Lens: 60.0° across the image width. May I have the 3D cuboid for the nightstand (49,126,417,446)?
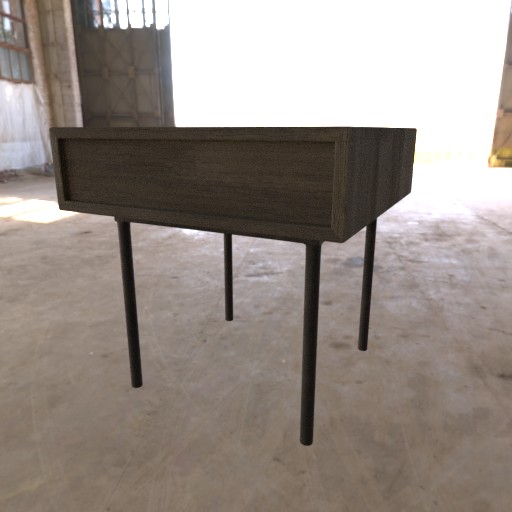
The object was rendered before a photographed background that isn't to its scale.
[{"bbox_3d":[0.000,0.000,0.892,0.502,0.497,0.503,8,18,26],"label":"nightstand"}]
